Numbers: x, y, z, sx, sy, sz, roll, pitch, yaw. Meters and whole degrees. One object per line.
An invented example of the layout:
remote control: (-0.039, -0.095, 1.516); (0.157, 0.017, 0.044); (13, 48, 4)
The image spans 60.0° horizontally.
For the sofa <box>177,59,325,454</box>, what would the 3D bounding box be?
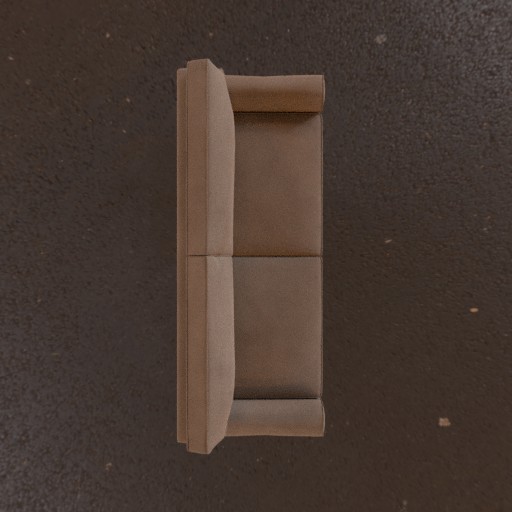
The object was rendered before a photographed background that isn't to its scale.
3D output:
sofa: (0.000, 0.000, 2.798); (0.900, 1.014, 2.246); (0, 90, -1)
